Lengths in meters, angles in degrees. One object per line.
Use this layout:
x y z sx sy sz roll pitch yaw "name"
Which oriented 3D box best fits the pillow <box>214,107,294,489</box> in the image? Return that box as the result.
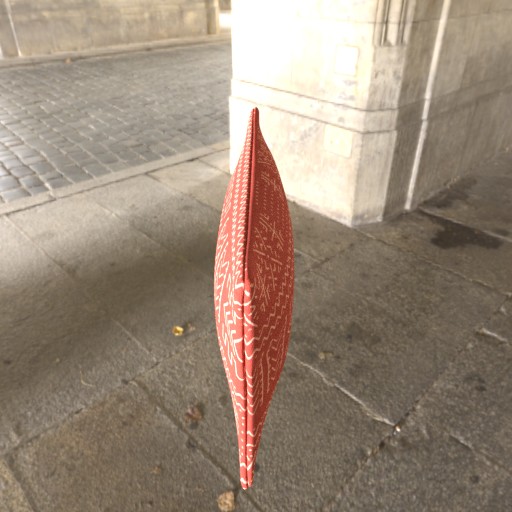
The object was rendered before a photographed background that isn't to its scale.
0.000 0.000 0.778 0.130 0.352 0.640 0 33 1 "pillow"
